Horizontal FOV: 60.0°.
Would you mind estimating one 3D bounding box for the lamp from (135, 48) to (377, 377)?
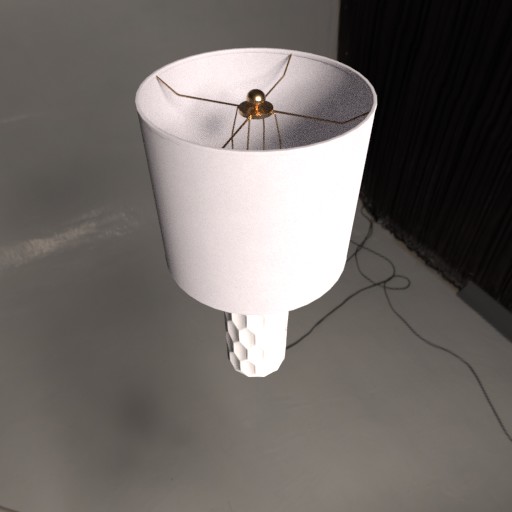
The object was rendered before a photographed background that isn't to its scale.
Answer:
[{"bbox_3d":[0.000,0.000,0.701,0.277,0.537,0.277,-22,48,-21],"label":"lamp"}]
